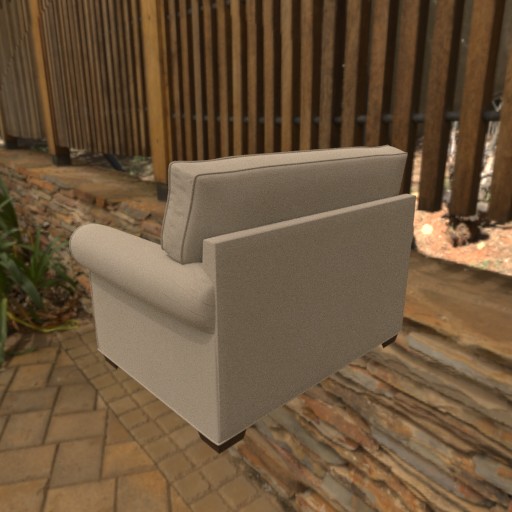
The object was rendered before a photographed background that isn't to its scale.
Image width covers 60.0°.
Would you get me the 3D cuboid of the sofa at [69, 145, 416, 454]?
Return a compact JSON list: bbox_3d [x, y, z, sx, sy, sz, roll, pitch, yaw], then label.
[{"bbox_3d":[0.000,0.000,2.109,1.405,1.006,0.937,-16,23,-41],"label":"sofa"}]
